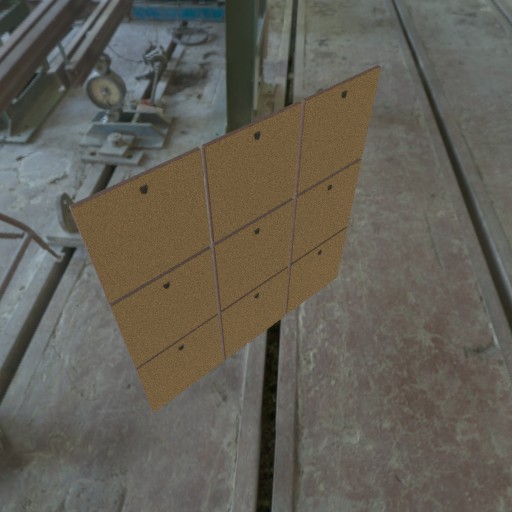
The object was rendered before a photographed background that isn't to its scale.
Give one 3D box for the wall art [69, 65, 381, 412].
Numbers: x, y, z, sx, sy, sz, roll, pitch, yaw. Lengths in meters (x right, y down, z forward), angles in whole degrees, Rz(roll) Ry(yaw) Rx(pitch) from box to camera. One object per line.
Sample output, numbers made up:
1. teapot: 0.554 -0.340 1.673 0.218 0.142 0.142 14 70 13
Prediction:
1. wall art: 0.000 0.000 1.824 1.221 1.218 0.024 -32 55 -26
